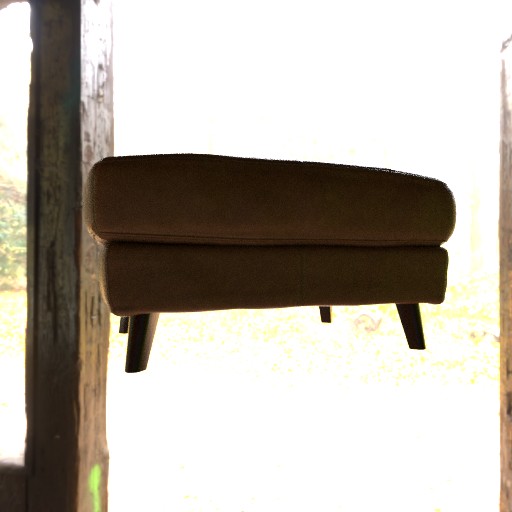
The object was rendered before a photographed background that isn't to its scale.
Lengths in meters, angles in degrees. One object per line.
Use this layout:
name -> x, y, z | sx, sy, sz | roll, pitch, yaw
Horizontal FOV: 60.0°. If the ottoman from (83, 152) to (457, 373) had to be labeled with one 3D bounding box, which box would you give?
ottoman -> 0.000, 0.000, 1.220 | 0.869, 0.461, 0.630 | 0, 0, -19
